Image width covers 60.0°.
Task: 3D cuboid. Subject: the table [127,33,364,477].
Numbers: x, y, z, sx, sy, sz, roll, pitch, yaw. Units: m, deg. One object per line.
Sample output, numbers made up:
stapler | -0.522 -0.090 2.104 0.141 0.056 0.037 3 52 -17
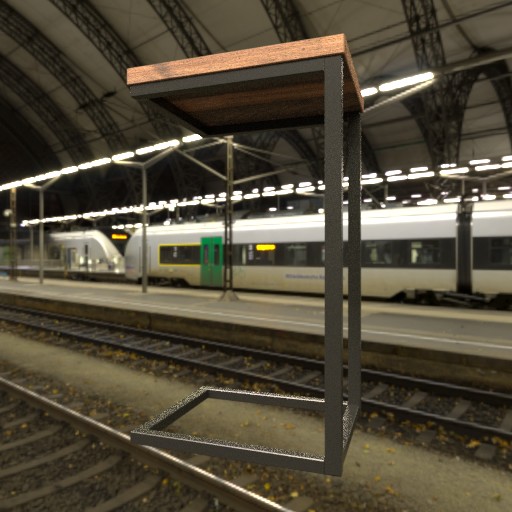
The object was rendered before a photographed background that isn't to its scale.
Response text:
table | 0.000 0.000 0.933 0.414 0.718 0.323 0 0 19
